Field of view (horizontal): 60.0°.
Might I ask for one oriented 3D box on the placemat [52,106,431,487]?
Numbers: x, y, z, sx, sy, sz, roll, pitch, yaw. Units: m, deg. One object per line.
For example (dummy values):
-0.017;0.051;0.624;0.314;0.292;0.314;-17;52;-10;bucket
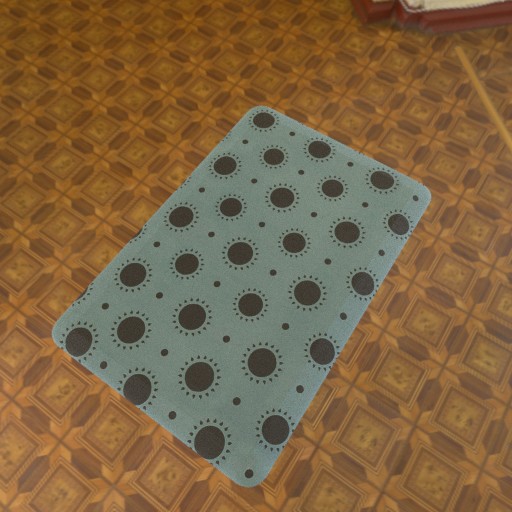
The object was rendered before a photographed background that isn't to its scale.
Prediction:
0.000;0.000;0.957;0.508;0.021;0.762;31;67;15;placemat
